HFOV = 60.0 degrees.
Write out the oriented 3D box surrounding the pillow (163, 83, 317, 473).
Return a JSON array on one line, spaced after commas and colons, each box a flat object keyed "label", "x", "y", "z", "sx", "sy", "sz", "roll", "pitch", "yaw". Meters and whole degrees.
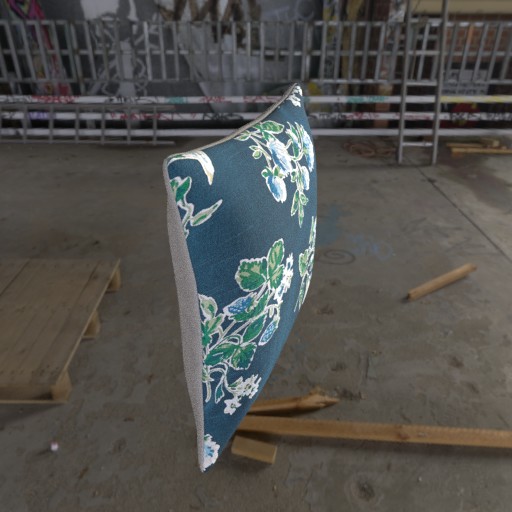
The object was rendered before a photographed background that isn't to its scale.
[{"label": "pillow", "x": 0.000, "y": 0.000, "z": 0.789, "sx": 0.166, "sy": 0.508, "sz": 0.525, "roll": 10, "pitch": 31, "yaw": 17}]
